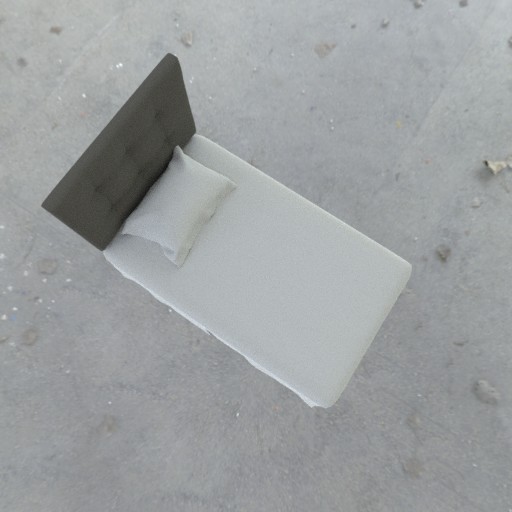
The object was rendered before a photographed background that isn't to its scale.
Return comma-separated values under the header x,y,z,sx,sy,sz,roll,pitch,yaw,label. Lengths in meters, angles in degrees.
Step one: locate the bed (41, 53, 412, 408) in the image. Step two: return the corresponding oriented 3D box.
x,y,z,sx,sy,sz,roll,pitch,yaw,label
0.000,0.000,3.047,1.997,1.571,1.261,33,78,8,bed
